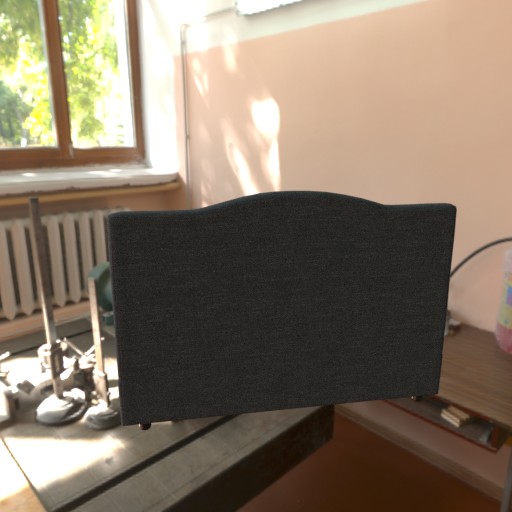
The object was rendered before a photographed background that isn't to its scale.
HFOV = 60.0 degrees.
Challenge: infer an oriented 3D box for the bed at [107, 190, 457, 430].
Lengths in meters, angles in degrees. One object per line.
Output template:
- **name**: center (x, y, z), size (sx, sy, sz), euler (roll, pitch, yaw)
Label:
- **bed**: center (0.000, 0.000, 3.952), size (2.161, 1.457, 2.689), euler (-3, 15, -9)
